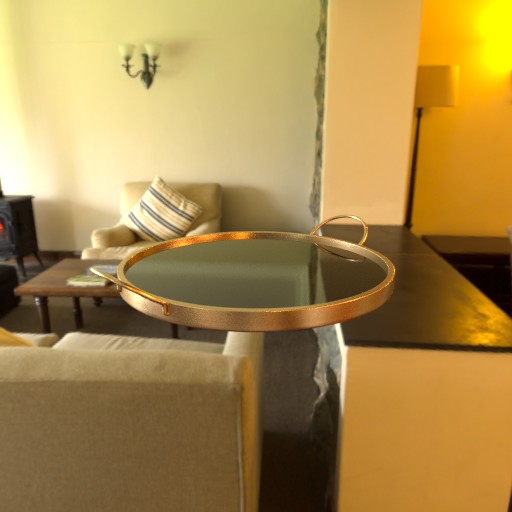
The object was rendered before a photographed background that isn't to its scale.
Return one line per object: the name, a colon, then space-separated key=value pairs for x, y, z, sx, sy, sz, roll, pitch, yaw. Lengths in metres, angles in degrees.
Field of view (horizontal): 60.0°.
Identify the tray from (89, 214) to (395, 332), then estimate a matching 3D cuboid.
tray: x=0.000 y=0.000 z=0.728 sx=0.543 sy=0.069 sz=0.438 roll=-14 pitch=21 yaw=-42
